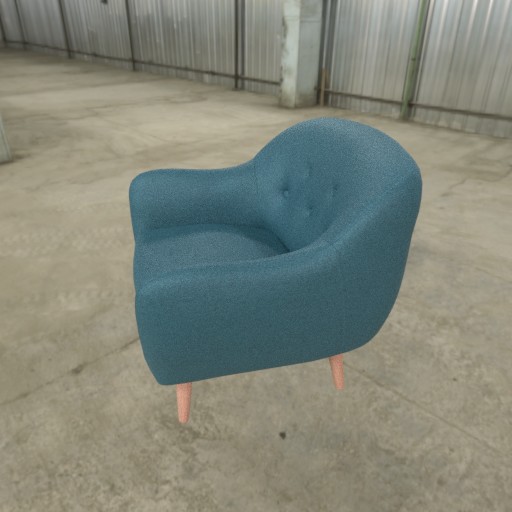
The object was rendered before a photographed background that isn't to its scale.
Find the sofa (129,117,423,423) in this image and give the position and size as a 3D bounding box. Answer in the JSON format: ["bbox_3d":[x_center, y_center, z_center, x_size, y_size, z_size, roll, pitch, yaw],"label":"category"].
[{"bbox_3d":[0.000,0.000,1.527,0.825,0.817,0.836,-7,30,-13],"label":"sofa"}]
